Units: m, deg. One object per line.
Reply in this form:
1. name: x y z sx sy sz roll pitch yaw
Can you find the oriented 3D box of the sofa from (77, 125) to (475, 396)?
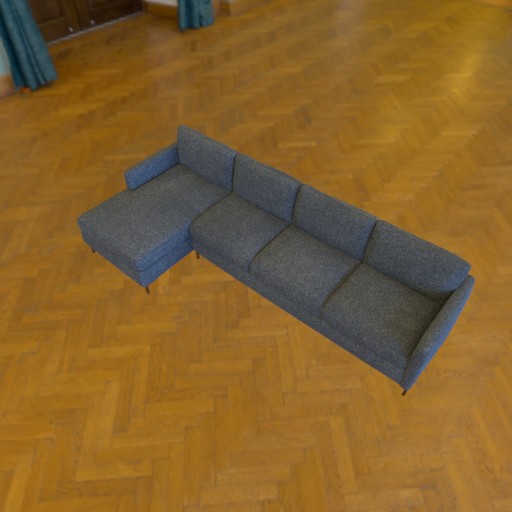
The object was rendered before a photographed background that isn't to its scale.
1. sofa: 0.000 0.000 3.493 2.932 0.810 1.350 31 54 26
